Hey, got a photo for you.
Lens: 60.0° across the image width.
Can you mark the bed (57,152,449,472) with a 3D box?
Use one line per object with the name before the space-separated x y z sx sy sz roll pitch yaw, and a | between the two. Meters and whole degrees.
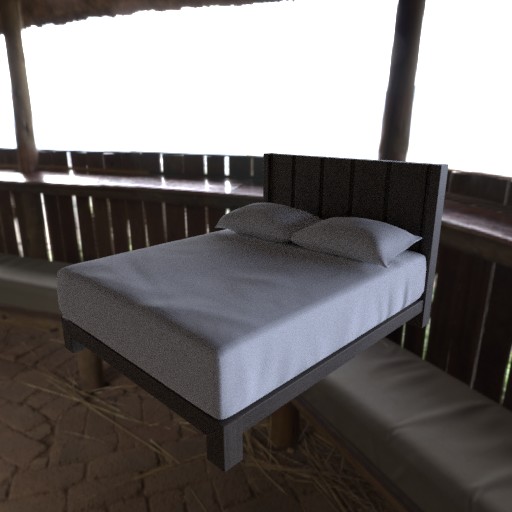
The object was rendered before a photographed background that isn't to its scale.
bed | 0.000 0.000 3.209 1.727 1.270 2.242 16 23 42
